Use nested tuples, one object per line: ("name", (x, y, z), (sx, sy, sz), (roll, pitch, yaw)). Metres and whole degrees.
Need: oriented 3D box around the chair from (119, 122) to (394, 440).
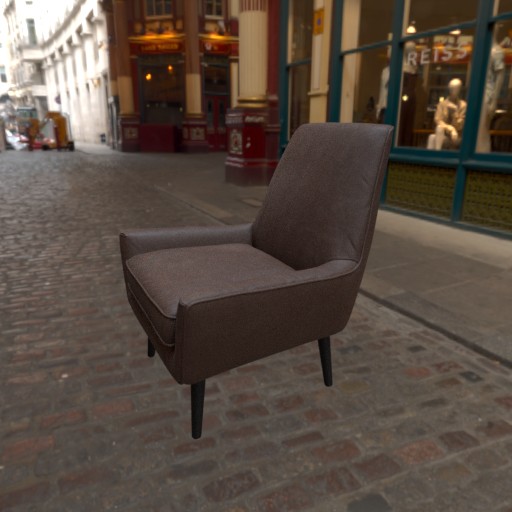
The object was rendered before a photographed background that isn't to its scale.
("chair", (0.000, 0.000, 1.546), (0.824, 0.888, 0.787), (-9, 19, -26))
